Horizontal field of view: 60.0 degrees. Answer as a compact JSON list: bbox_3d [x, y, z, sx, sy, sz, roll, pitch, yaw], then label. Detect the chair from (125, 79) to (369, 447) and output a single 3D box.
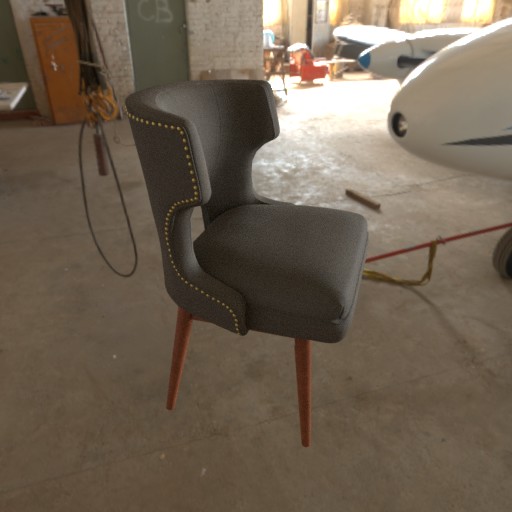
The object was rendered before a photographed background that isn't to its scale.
[{"bbox_3d":[0.000,0.000,1.228,0.581,0.863,0.595,9,31,16],"label":"chair"}]
